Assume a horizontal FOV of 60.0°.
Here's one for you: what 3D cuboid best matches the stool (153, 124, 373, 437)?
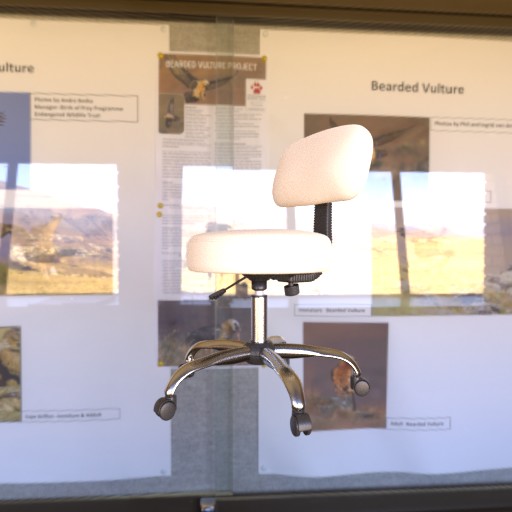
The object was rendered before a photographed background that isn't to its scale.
[{"bbox_3d":[0.000,0.000,1.273,0.616,0.810,0.609,-1,1,-36],"label":"stool"}]
